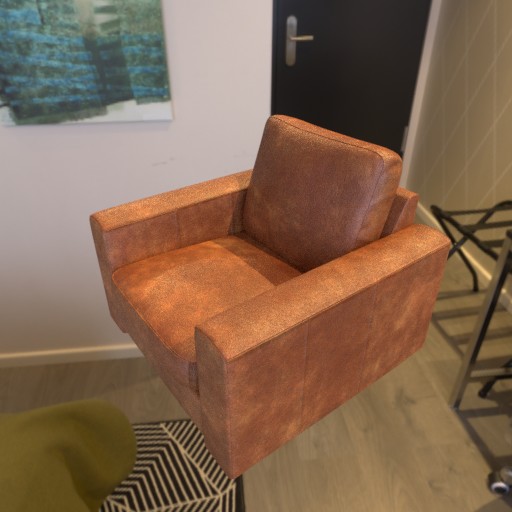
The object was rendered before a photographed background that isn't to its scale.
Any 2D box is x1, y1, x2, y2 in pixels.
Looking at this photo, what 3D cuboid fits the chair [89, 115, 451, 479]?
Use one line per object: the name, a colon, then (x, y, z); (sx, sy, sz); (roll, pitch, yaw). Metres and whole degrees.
chair: (0.000, 0.000, 1.730); (1.016, 0.873, 1.005); (-22, 38, -30)
